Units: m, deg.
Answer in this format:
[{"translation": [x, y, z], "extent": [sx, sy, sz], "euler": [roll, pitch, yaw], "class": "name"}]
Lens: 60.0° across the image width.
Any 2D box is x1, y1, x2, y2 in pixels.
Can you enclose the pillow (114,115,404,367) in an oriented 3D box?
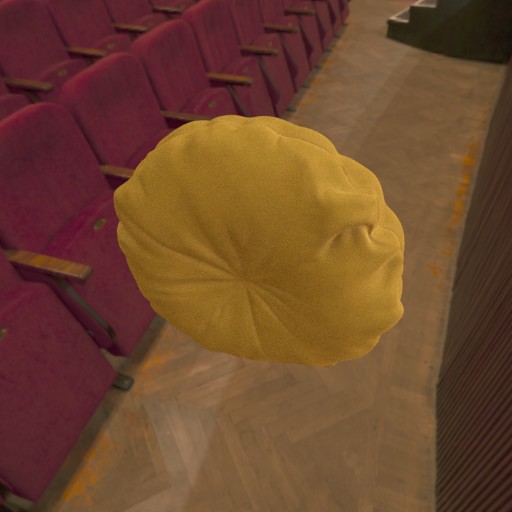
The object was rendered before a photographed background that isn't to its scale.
[{"translation": [0.000, 0.000, 0.644], "extent": [0.428, 0.407, 0.148], "euler": [12, 43, 13], "class": "pillow"}]
